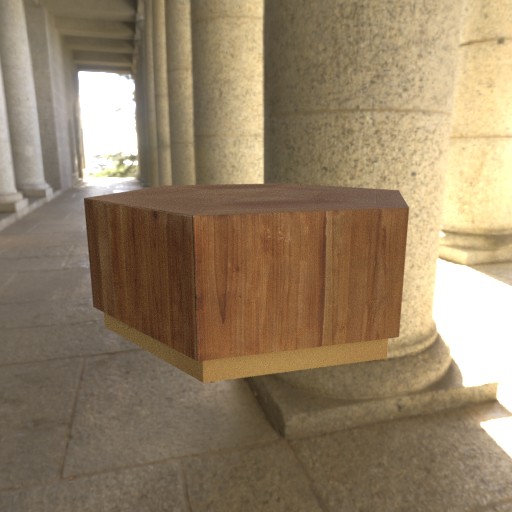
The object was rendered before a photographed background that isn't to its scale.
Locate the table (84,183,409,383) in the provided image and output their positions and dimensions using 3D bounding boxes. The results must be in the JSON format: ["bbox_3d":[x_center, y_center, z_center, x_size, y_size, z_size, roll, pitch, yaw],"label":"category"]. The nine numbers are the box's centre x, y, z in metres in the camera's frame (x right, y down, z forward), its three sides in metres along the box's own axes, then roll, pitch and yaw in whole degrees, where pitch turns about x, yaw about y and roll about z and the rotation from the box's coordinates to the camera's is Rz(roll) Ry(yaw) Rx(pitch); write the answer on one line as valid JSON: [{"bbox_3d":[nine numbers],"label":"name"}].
[{"bbox_3d":[0.000,0.000,1.632,1.154,0.456,1.000,13,18,43],"label":"table"}]
